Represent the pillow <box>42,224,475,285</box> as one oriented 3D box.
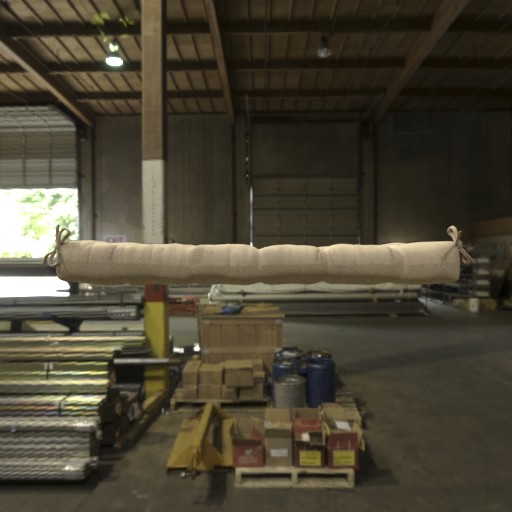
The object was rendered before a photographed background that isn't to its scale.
[{"bbox_3d":[0.000,0.000,1.399,1.194,0.174,0.511,0,0,0],"label":"pillow"}]
